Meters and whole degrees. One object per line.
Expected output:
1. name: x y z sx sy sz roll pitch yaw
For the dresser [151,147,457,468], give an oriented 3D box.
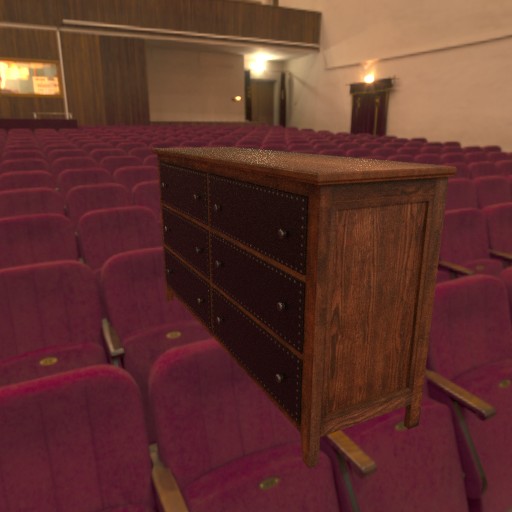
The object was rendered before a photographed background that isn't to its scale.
1. dresser: 0.000 0.000 1.909 0.463 0.856 1.551 -8 18 -26
